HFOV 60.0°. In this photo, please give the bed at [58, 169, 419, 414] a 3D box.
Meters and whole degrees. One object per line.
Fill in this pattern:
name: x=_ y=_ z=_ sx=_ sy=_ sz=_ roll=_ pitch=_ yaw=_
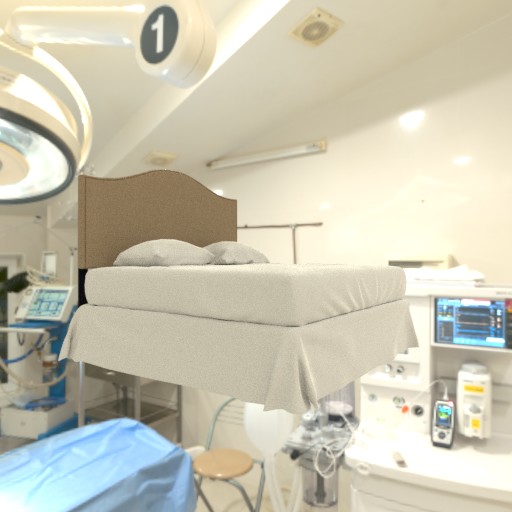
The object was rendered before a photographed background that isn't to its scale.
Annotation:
bed: x=0.000 y=0.000 z=3.757 sx=2.222 sy=1.651 sz=2.311 roll=0 pitch=0 yaw=36
